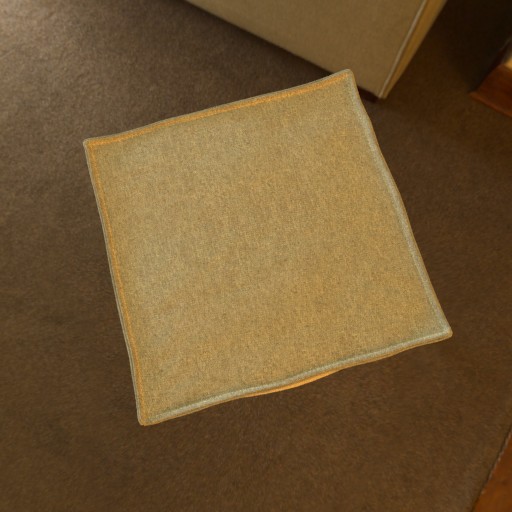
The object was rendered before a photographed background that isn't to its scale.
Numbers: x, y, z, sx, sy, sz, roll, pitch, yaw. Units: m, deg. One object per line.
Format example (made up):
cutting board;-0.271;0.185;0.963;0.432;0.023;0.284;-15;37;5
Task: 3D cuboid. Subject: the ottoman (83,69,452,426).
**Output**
ottoman;0.000;0.000;1.186;0.707;0.470;0.696;-16;77;-4
